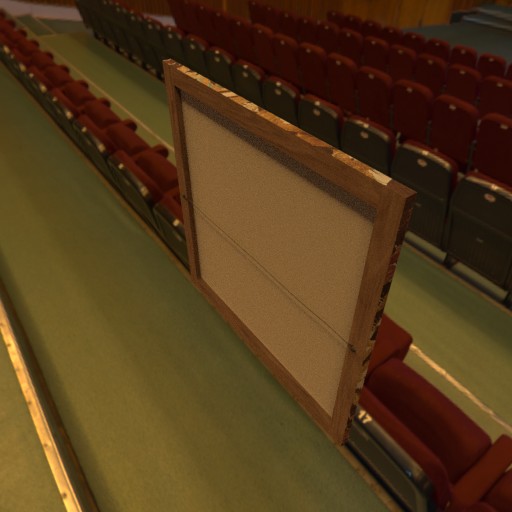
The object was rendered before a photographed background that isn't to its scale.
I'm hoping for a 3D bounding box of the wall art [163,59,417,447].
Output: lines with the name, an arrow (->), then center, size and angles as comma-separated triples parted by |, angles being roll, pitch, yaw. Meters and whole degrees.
wall art -> 0.000, 0.000, 1.122 | 0.028, 0.762, 0.757 | -26, 47, -27
